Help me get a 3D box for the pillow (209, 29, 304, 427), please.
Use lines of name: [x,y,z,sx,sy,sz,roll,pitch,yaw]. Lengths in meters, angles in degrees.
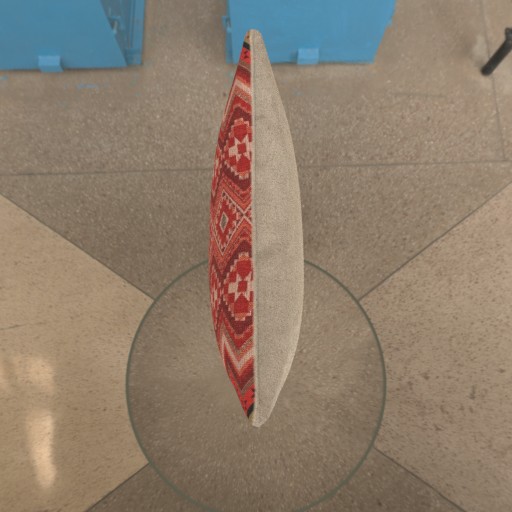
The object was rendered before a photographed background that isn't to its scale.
pillow: [0.000,0.000,0.783,0.158,0.511,0.513,-1,75,0]
